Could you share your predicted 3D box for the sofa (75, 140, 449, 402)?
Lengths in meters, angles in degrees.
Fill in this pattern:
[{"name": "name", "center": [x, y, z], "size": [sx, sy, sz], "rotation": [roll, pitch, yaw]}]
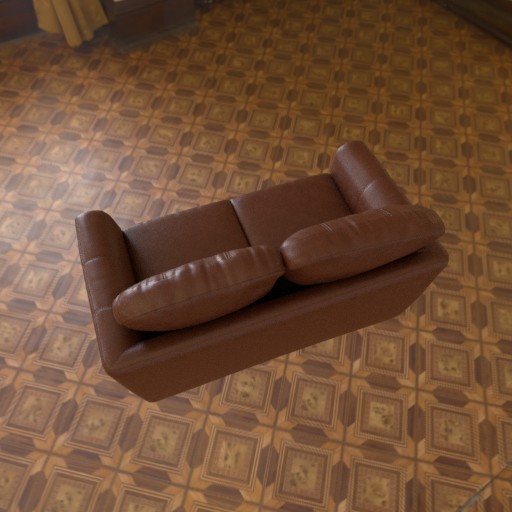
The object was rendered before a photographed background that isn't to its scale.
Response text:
[{"name": "sofa", "center": [0.000, 0.000, 1.957], "size": [1.406, 0.906, 0.805], "rotation": [-17, 59, -11]}]
